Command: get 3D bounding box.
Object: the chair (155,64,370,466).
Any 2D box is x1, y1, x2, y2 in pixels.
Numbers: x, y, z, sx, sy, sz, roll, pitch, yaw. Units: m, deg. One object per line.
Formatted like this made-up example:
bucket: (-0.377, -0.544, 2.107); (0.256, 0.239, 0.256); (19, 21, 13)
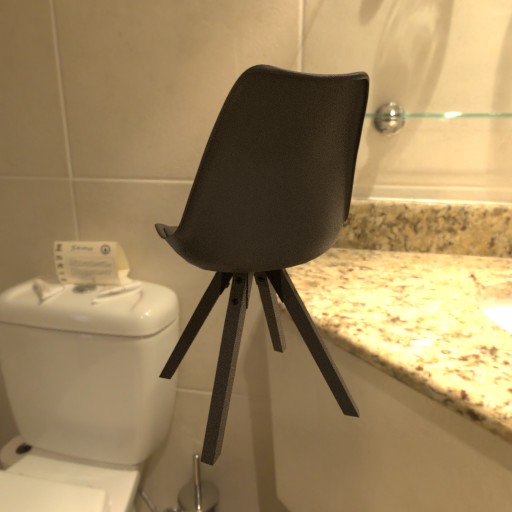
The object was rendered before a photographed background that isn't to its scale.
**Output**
chair: (0.000, 0.000, 1.157); (0.485, 0.850, 0.550); (-7, 17, -24)
